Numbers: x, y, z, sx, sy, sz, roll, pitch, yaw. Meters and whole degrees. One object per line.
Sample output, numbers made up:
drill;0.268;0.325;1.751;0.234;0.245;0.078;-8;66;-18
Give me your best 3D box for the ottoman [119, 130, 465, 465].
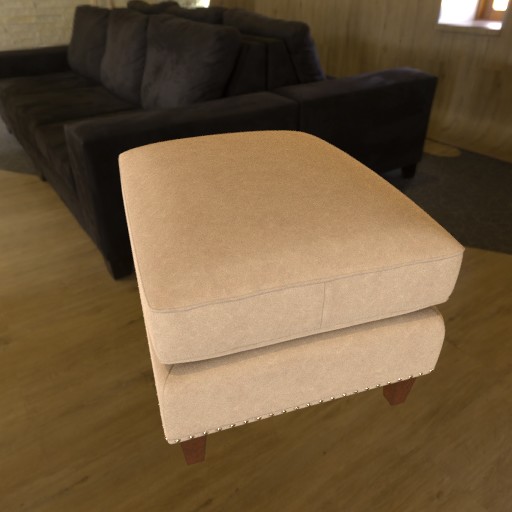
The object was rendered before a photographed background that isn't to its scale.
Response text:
ottoman;0.000;0.000;1.106;0.584;0.513;0.741;-10;33;-15
